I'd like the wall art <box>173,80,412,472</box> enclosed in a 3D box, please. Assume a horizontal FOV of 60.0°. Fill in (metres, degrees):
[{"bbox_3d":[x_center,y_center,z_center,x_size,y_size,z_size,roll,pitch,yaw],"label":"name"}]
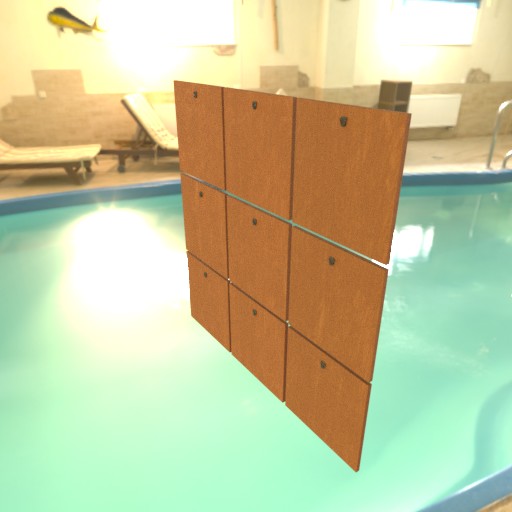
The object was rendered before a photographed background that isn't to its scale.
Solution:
[{"bbox_3d":[0.000,0.000,1.308,0.018,0.913,0.915,-17,31,-32],"label":"wall art"}]
